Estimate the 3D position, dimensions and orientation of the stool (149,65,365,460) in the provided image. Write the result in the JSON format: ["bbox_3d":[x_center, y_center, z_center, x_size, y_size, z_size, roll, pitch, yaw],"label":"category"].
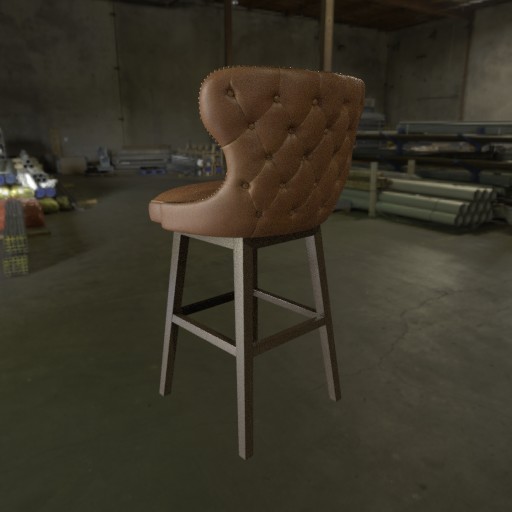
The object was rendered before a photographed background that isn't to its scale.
[{"bbox_3d":[0.000,0.000,1.462,0.591,1.087,0.606,-14,21,-41],"label":"stool"}]
